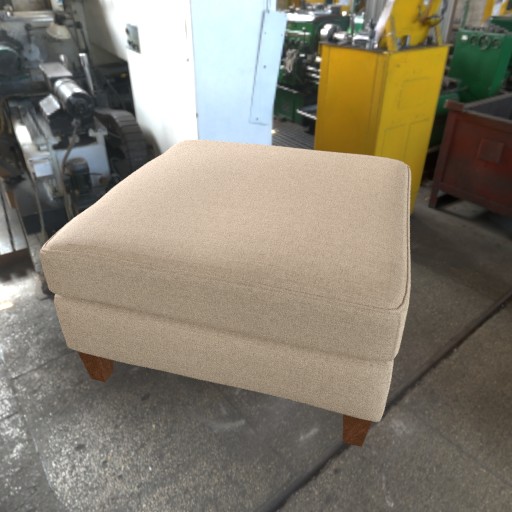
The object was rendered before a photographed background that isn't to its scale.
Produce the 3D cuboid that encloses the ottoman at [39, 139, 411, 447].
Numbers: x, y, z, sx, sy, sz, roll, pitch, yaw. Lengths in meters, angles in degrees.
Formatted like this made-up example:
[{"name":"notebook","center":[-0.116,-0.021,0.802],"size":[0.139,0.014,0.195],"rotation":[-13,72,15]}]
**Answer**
[{"name":"ottoman","center":[0.000,0.000,1.345],"size":[0.838,0.503,0.838],"rotation":[9,34,14]}]
